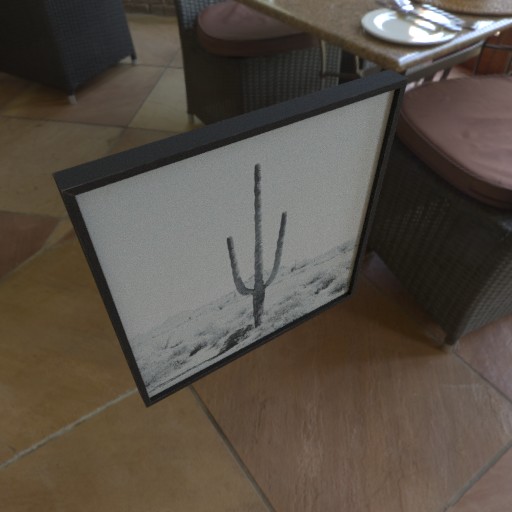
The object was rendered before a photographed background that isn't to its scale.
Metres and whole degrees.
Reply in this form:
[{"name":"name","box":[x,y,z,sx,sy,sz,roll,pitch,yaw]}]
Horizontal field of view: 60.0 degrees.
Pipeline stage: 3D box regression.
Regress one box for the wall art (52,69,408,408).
[{"name":"wall art","box":[0.000,0.000,0.754,0.508,0.508,0.038,-24,51,-22]}]
